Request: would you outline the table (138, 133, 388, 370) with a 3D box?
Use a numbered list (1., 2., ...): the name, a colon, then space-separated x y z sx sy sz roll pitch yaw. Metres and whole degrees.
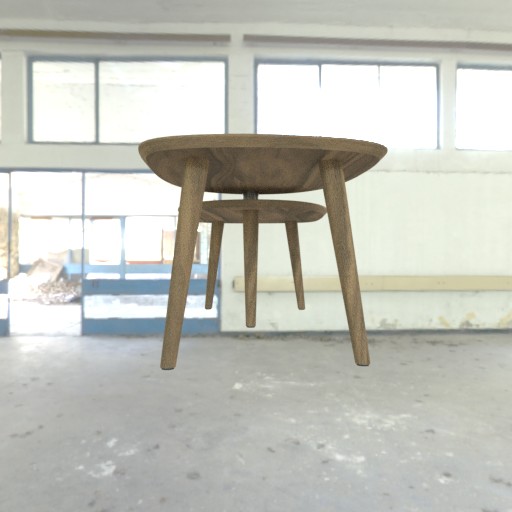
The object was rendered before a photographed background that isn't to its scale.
1. table: 0.000 0.000 1.321 0.527 0.429 1.084 0 0 -1
